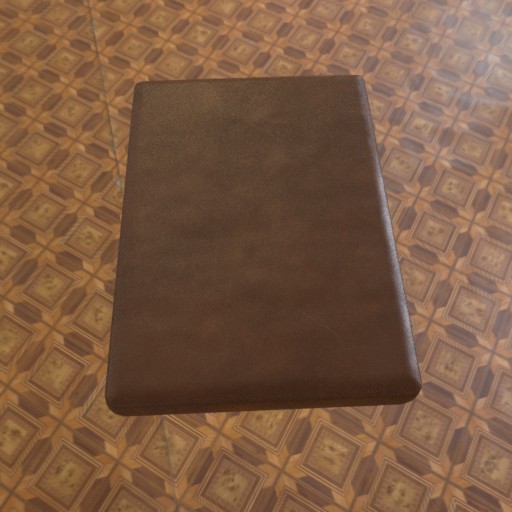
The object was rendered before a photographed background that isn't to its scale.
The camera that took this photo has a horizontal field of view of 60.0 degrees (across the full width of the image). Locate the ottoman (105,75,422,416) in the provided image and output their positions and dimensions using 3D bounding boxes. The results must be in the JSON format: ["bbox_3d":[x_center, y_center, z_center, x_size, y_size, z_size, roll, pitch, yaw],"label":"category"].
[{"bbox_3d":[0.000,0.000,1.159,0.588,0.509,0.795,-2,66,-1],"label":"ottoman"}]
